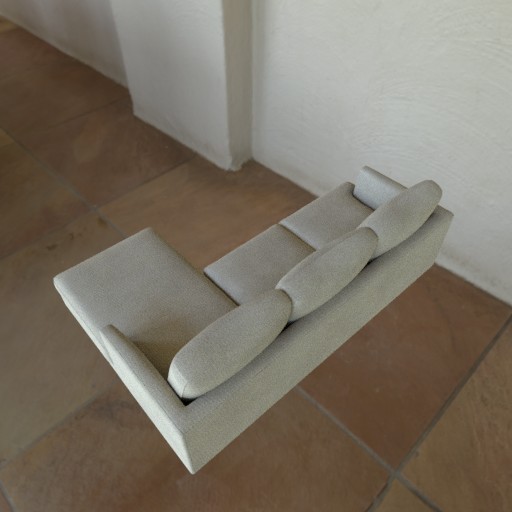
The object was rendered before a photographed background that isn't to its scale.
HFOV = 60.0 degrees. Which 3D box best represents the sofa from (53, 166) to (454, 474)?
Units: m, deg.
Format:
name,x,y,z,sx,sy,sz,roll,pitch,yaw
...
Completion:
name,x,y,z,sx,sy,sz,roll,pitch,yaw
sofa,0.000,0.000,2.981,2.233,0.956,1.504,-33,55,-27
